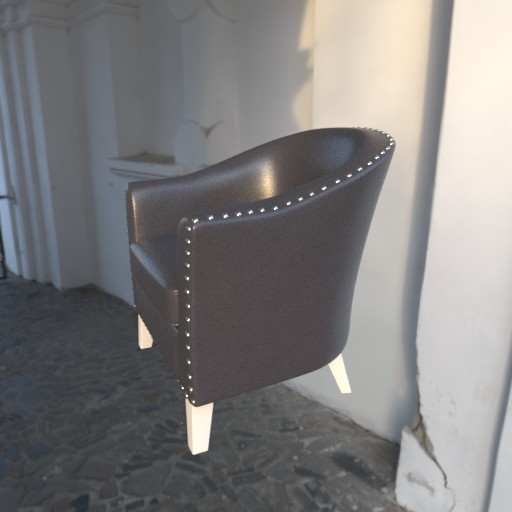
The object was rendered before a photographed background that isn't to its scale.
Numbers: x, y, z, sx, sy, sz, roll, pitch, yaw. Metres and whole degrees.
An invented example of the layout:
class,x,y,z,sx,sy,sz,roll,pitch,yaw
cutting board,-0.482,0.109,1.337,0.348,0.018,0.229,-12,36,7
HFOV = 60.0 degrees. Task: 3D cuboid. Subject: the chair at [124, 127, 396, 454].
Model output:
class,x,y,z,sx,sy,sz,roll,pitch,yaw
chair,0.000,0.000,1.468,0.748,0.823,0.794,-7,17,-25
